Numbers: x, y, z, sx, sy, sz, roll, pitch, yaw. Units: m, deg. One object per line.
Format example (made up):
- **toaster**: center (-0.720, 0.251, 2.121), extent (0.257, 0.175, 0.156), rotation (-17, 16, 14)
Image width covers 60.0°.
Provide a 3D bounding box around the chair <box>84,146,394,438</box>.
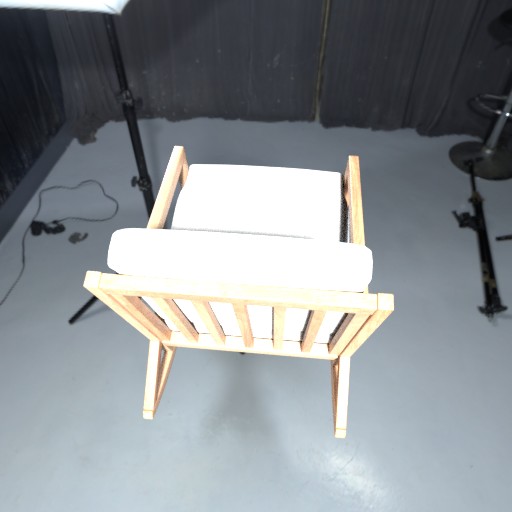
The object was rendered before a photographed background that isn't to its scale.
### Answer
- **chair**: center (0.000, 0.000, 1.408), extent (0.622, 0.790, 0.857), rotation (4, 46, 4)
